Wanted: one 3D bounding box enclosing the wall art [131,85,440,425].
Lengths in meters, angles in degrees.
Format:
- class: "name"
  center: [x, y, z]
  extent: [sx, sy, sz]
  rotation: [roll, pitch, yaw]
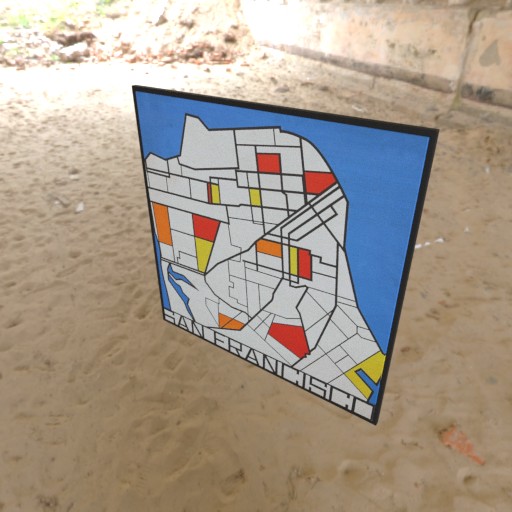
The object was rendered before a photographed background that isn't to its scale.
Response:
- class: "wall art"
  center: [0.000, 0.000, 0.996]
  extent: [0.664, 0.663, 0.015]
  rotation: [19, 36, 29]
